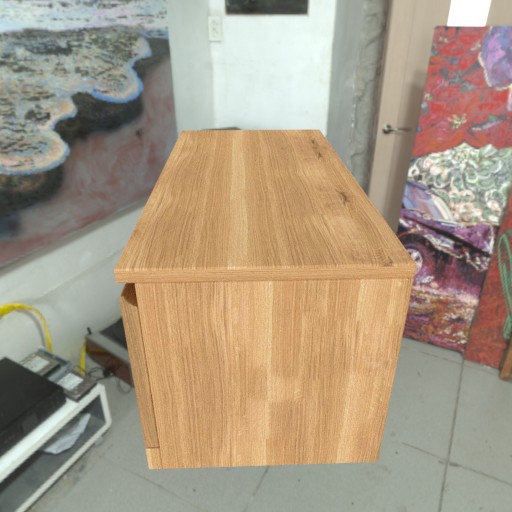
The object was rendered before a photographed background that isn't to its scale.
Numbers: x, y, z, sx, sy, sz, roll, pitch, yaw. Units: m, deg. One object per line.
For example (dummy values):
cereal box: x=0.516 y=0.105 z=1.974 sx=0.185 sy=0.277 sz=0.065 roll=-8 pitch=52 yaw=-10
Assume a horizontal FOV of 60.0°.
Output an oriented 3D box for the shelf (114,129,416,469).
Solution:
shelf: x=0.000 y=0.000 z=1.029 sx=0.400 sy=0.400 sz=0.800 roll=-1 pitch=28 yaw=-2
